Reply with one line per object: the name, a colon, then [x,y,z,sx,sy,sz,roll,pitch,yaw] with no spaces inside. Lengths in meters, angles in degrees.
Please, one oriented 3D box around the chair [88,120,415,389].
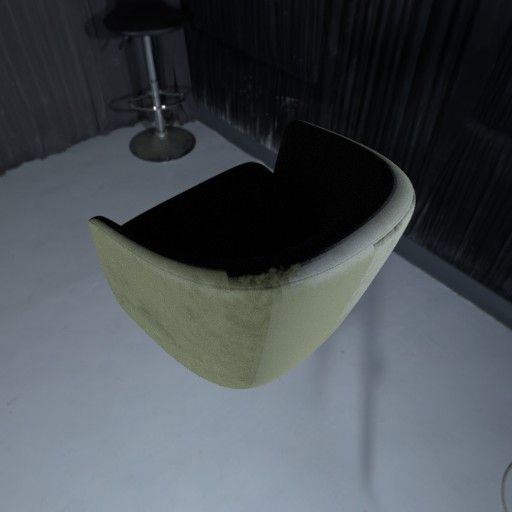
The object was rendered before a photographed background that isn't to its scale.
chair: [0.000,0.000,1.374,0.773,0.698,0.767,-33,55,-27]
